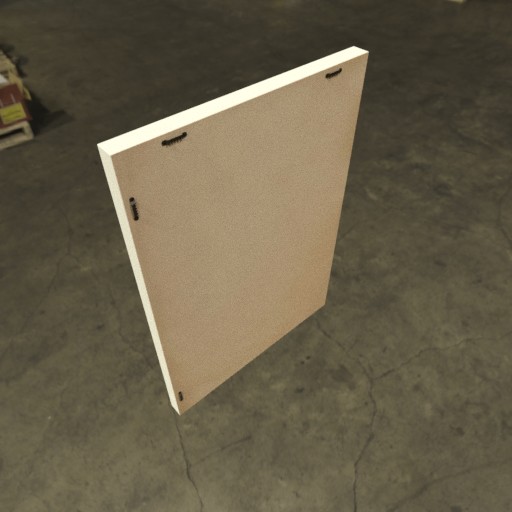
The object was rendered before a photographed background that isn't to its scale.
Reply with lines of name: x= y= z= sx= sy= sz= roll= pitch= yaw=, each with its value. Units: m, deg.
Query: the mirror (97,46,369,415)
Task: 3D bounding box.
mirror: x=0.000 y=0.000 z=0.925 sx=0.507 sy=0.710 sz=0.040 roll=-32 pitch=53 yaw=-28
